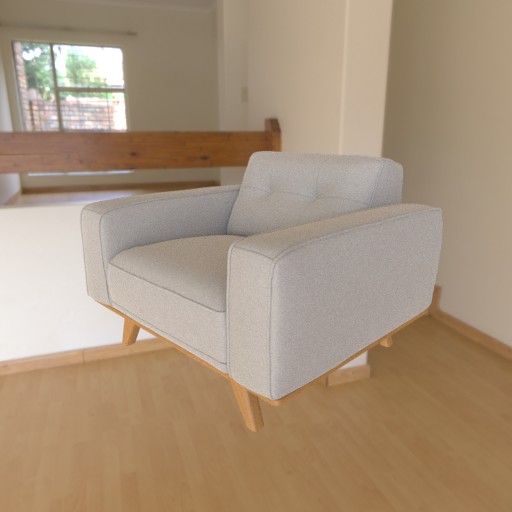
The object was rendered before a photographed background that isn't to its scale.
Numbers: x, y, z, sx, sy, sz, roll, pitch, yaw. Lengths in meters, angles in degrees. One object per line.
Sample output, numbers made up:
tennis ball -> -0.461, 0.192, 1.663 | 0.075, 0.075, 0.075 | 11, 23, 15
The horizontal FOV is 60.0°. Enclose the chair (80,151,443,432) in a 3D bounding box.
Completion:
chair -> 0.000, 0.000, 1.762 | 0.953, 0.779, 1.115 | -15, 22, -42
